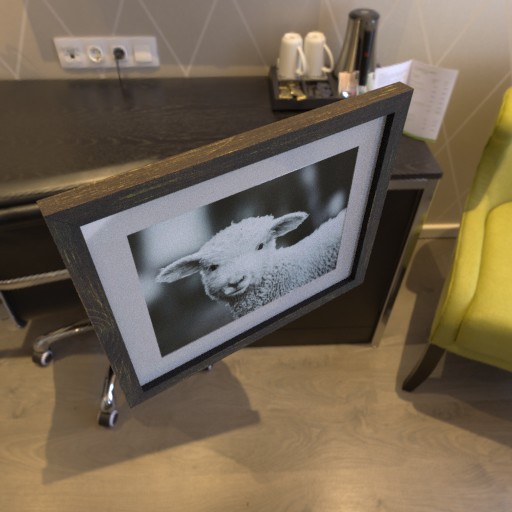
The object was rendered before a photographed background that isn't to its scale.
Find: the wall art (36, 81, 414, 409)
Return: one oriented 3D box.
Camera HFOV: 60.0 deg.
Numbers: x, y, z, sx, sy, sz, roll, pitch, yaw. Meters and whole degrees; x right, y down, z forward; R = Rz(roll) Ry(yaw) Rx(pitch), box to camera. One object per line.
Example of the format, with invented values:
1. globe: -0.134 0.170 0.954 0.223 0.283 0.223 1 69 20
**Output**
1. wall art: 0.000 0.000 0.751 0.558 0.457 0.032 -25 51 -22
